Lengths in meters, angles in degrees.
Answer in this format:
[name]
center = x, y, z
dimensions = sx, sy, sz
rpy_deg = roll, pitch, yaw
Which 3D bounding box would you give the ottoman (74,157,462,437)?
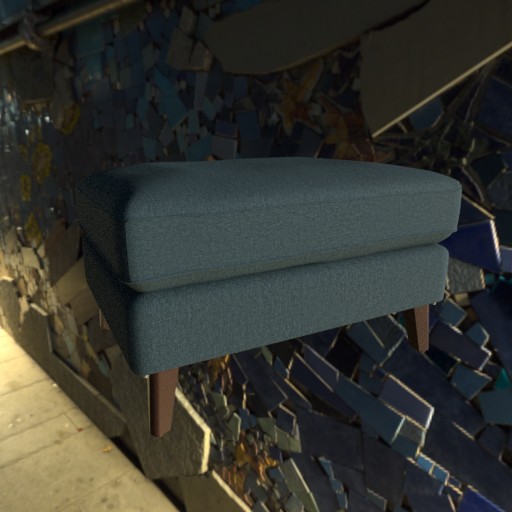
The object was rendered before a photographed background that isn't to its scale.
[ottoman]
center = 0.000, 0.000, 1.202
dimensions = 0.835, 0.503, 0.629
rpy_deg = -8, 18, -27
